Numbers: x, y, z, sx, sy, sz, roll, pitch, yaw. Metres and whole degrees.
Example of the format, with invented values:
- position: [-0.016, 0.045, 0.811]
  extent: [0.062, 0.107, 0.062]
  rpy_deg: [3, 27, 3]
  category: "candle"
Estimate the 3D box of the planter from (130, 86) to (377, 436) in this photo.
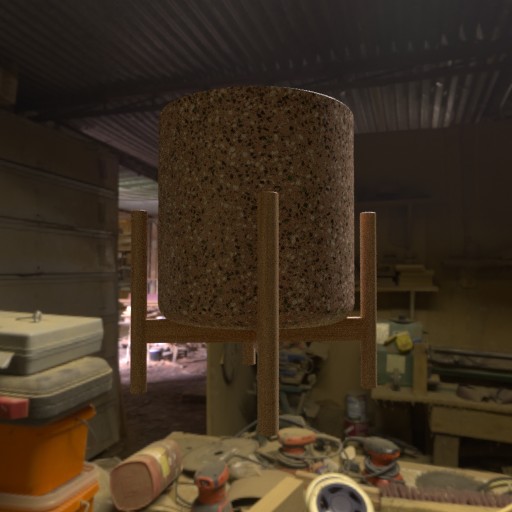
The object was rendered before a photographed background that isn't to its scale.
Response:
- position: [0.000, 0.000, 0.701]
  extent: [0.360, 0.419, 0.360]
  rpy_deg: [0, -1, 18]
  category: "planter"
